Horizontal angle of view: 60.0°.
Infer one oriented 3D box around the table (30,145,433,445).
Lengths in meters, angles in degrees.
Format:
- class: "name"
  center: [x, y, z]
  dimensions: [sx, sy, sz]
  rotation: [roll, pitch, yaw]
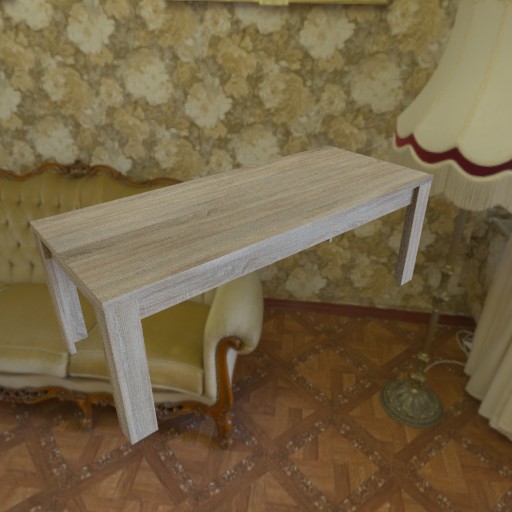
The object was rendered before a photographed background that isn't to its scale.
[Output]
- class: "table"
  center: [0.000, 0.000, 2.722]
  dimensions: [2.200, 0.790, 0.900]
  rotation: [-22, 36, -34]
